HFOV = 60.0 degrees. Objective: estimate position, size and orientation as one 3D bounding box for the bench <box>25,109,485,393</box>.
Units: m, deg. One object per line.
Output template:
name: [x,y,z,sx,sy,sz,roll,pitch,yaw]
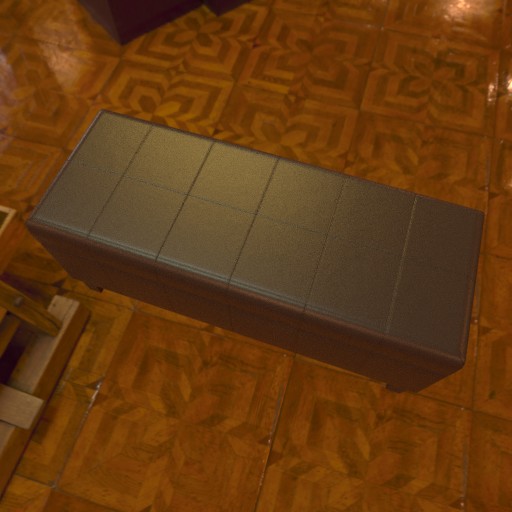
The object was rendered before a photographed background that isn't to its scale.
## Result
bench: [0.000,0.000,1.299,1.092,0.457,0.429,17,65,8]
